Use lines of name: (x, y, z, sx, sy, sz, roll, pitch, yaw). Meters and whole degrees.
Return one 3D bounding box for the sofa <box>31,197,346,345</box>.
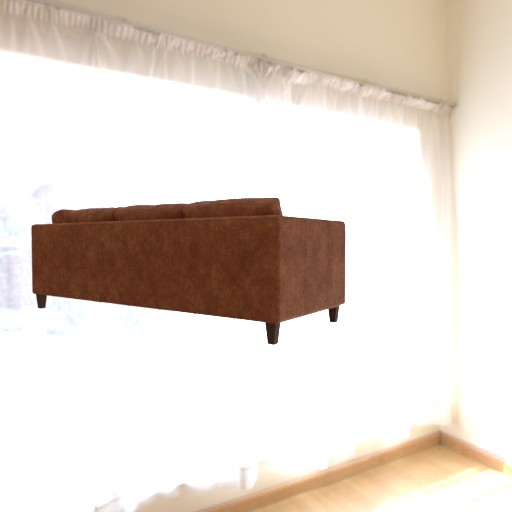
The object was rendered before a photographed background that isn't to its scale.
sofa: (0.000, 0.000, 4.337, 2.438, 0.838, 3.150, 1, 2, 34)
